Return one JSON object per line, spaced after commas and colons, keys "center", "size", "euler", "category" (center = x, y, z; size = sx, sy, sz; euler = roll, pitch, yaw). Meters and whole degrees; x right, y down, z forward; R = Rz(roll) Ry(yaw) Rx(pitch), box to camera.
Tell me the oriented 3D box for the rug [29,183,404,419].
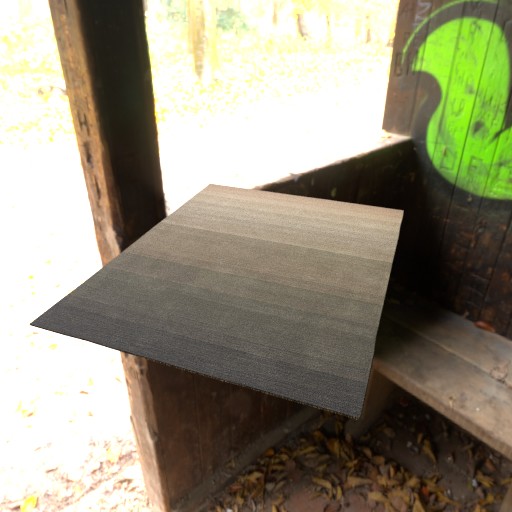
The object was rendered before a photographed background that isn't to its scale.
{"center": [0.000, 0.000, 3.943], "size": [2.315, 0.015, 2.932], "euler": [11, 32, 18], "category": "rug"}
